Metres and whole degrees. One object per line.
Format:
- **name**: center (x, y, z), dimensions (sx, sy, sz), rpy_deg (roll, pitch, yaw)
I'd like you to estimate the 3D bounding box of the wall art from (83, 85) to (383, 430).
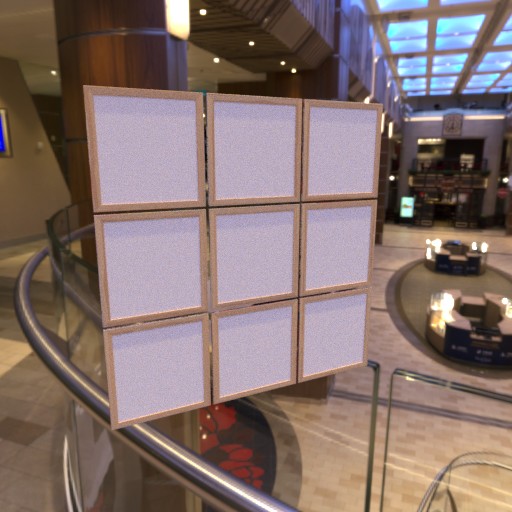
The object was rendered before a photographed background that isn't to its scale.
- **wall art**: center (0.000, 0.000, 2.247), dimensions (1.519, 1.534, 0.013), rpy_deg (-6, 14, -25)
